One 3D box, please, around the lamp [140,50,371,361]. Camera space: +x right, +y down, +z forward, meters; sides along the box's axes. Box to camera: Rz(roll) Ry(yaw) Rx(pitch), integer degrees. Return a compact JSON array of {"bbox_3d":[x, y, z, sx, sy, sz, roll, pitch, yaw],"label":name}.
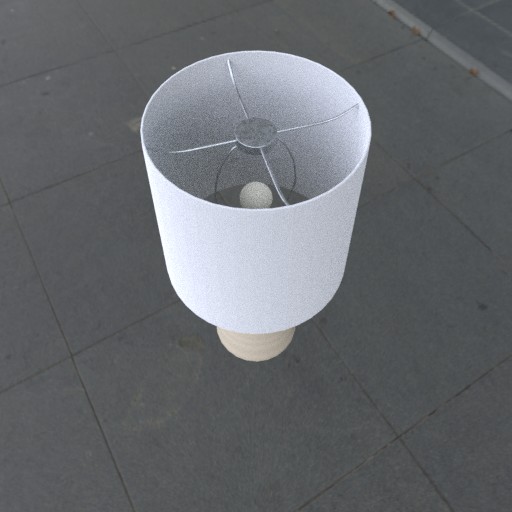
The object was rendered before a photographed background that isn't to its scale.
[{"bbox_3d":[0.000,0.000,0.473,0.186,0.369,0.186,0,58,0],"label":"lamp"}]
